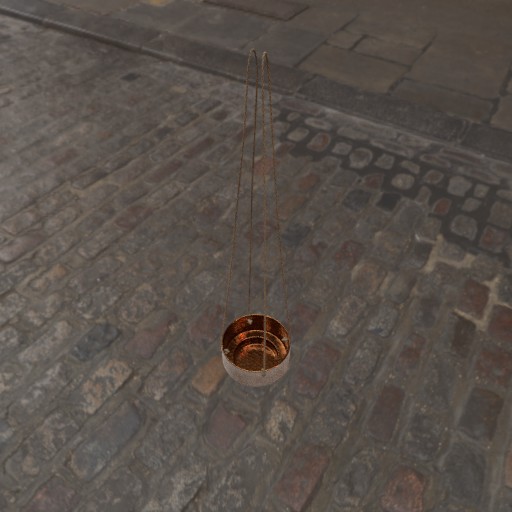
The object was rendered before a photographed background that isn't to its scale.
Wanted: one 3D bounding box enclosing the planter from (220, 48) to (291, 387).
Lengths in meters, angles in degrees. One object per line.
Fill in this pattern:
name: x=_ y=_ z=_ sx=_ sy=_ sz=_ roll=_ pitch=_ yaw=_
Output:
planter: x=0.000 y=0.000 z=1.143 sx=0.223 sy=1.030 sz=0.223 roll=24 pitch=50 yaw=22
